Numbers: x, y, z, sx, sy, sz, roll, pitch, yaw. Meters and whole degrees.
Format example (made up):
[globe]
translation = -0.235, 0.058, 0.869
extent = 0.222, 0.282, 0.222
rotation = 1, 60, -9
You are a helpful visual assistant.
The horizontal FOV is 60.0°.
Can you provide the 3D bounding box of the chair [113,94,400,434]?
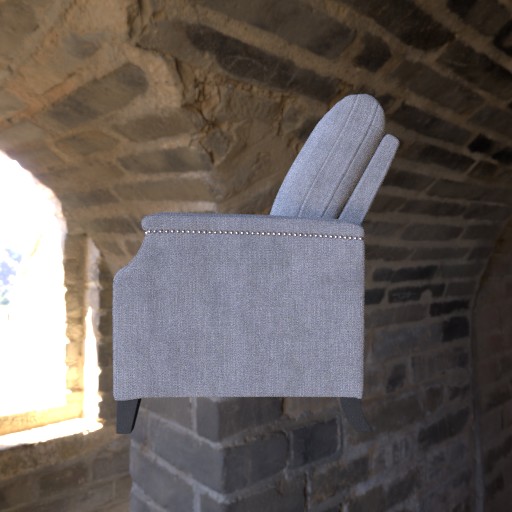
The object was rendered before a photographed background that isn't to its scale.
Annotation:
[chair]
translation = 0.000, 0.000, 1.650
extent = 0.922, 1.049, 0.710
rotation = 0, -1, -1
